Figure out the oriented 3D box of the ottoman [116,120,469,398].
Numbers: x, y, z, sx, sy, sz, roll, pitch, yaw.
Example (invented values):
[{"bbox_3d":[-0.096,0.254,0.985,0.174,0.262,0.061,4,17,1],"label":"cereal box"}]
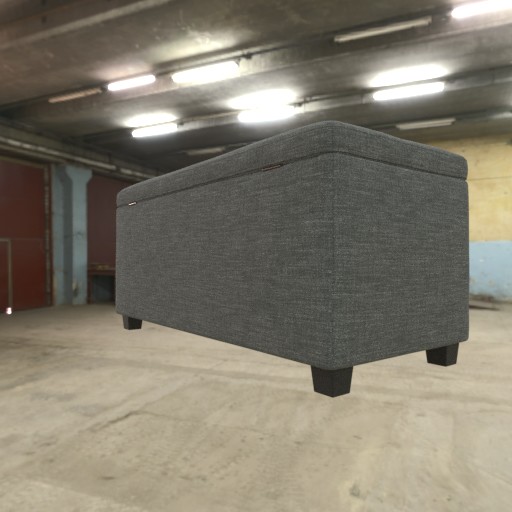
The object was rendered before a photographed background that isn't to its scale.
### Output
[{"bbox_3d":[0.000,0.000,1.105,0.419,0.432,0.902,0,-1,-37],"label":"ottoman"}]
